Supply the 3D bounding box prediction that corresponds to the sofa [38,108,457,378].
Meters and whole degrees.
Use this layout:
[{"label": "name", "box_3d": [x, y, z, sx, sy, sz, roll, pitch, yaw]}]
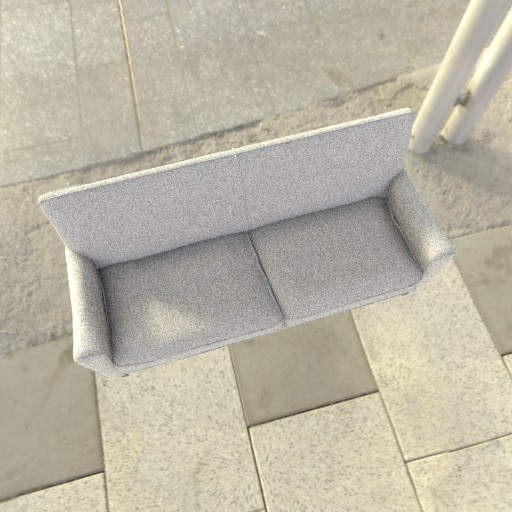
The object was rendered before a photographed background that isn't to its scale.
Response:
[{"label": "sofa", "box_3d": [0.000, 0.000, 2.519, 2.026, 0.942, 0.854, -15, 66, -7]}]
